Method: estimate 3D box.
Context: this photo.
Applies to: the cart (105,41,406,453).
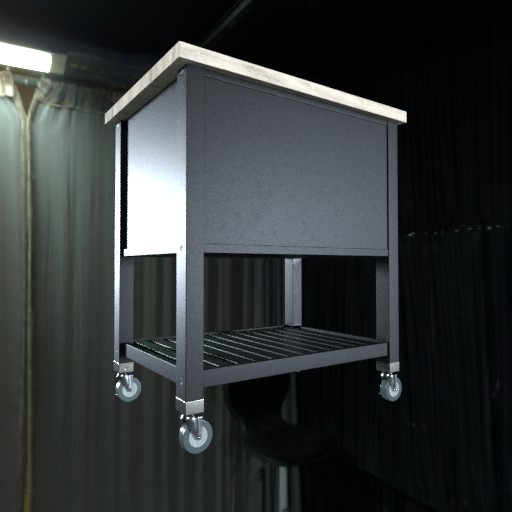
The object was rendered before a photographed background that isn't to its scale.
[{"bbox_3d":[0.000,0.000,1.417,0.797,0.920,0.567,1,-2,-35],"label":"cart"}]
